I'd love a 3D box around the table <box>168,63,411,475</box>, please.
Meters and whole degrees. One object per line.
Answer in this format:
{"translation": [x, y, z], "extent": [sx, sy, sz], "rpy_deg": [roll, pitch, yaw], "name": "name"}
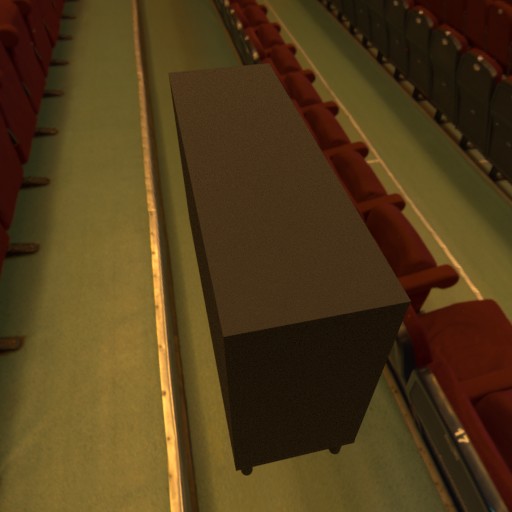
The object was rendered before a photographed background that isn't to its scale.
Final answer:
{"translation": [0.000, 0.000, 1.589], "extent": [0.400, 0.855, 1.200], "rpy_deg": [-9, 47, -9], "name": "table"}
